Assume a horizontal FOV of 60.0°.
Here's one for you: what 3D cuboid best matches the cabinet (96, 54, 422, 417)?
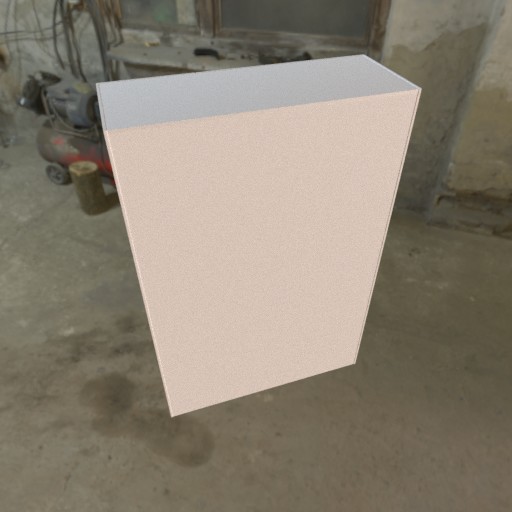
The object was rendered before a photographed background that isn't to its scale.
[{"bbox_3d":[0.000,0.000,2.503,1.290,1.910,0.510,-12,42,-14],"label":"cabinet"}]
